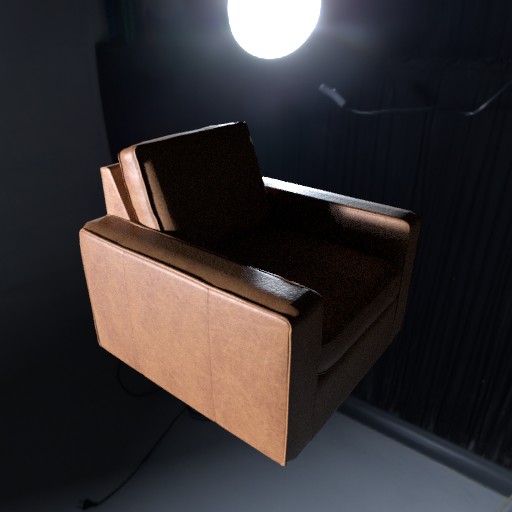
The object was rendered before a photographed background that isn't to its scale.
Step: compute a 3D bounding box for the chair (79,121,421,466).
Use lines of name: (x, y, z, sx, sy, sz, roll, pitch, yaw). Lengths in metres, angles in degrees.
chair: (0.000, 0.000, 1.769, 1.027, 0.901, 0.987, 18, 32, 31)
